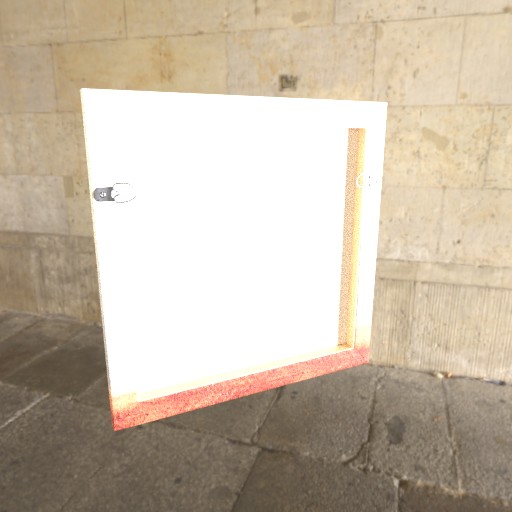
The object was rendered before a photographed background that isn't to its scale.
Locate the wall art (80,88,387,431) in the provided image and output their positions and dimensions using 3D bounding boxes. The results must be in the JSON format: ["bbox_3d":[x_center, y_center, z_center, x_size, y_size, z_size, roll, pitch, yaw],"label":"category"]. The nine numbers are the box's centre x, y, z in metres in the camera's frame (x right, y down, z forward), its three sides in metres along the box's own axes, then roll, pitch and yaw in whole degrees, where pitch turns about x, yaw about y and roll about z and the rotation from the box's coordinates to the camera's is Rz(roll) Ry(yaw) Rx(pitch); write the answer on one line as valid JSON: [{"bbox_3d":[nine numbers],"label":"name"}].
[{"bbox_3d":[0.000,0.000,1.122,0.760,0.760,0.042,-7,16,-25],"label":"wall art"}]
